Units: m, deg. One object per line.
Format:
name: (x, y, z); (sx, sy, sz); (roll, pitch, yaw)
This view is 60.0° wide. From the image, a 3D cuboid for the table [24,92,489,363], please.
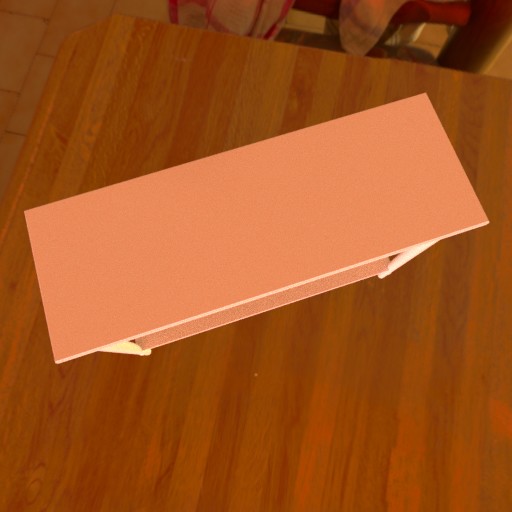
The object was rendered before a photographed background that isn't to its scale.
table: (0.000, 0.000, 1.436); (1.067, 0.749, 0.381); (-18, 76, -5)
